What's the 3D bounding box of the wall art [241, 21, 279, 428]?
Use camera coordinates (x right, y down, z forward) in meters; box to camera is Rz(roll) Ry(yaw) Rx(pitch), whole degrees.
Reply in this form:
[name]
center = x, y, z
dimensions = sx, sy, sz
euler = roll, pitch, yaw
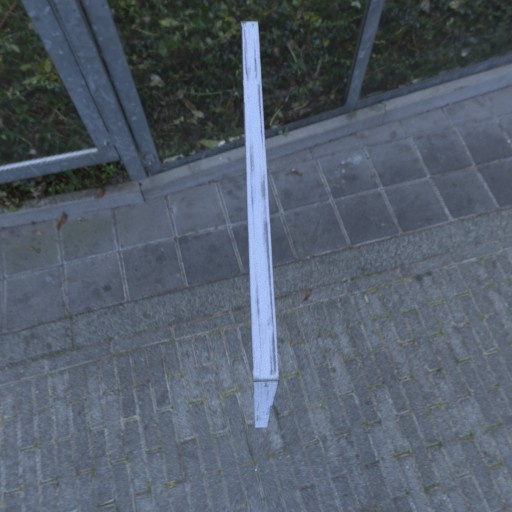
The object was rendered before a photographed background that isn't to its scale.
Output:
[wall art]
center = 0.000, 0.000, 1.135
dimensions = 0.037, 0.761, 0.761
euler = -2, 64, -1
